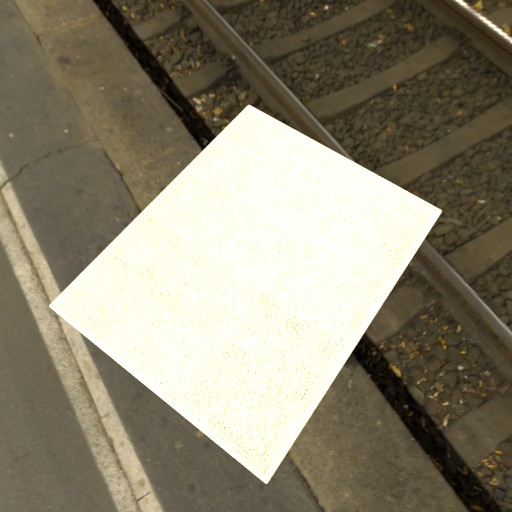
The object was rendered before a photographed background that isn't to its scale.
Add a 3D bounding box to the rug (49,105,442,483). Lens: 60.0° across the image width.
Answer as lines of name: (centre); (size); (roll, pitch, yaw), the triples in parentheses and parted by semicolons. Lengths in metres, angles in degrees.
rug: (0.000, 0.000, 4.260); (2.441, 0.015, 3.050); (33, 68, 15)
